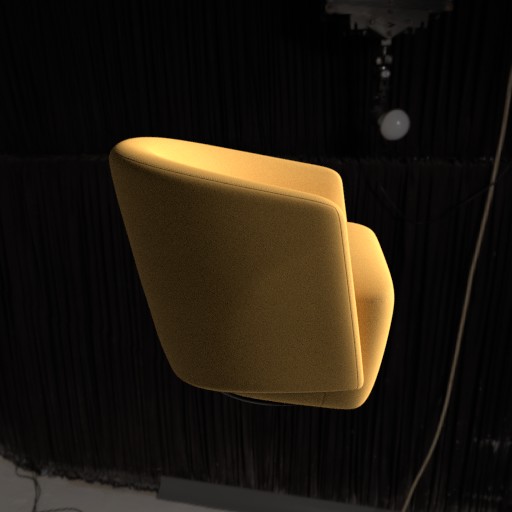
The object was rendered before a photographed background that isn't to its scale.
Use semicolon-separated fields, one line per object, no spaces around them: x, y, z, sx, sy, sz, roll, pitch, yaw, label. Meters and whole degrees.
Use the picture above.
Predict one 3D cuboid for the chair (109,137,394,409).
0.000;0.000;1.353;0.767;0.698;0.773;3;16;10;chair
